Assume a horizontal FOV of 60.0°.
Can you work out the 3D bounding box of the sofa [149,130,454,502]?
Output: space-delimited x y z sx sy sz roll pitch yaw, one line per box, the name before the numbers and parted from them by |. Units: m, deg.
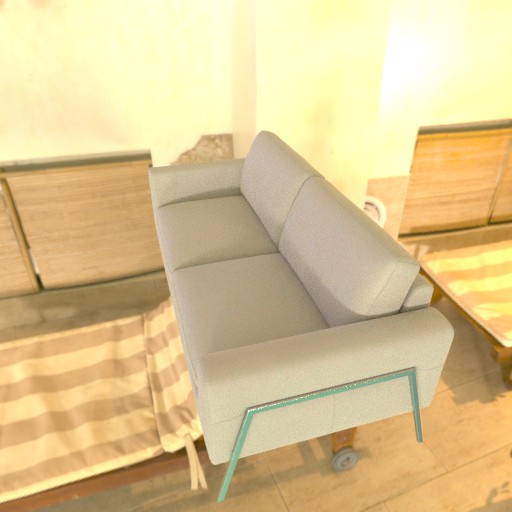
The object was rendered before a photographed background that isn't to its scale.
sofa | 0.000 0.000 2.414 0.953 0.875 2.017 -9 33 -14
